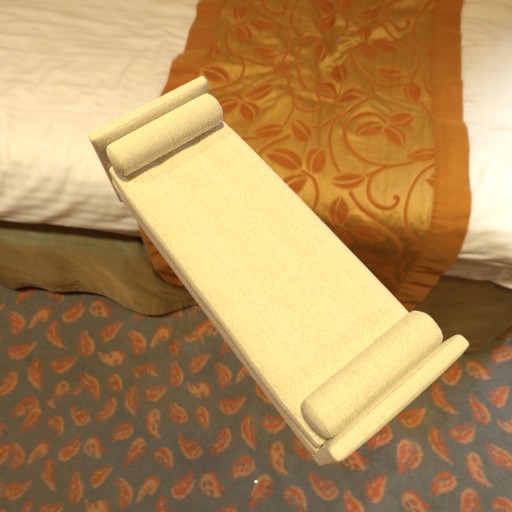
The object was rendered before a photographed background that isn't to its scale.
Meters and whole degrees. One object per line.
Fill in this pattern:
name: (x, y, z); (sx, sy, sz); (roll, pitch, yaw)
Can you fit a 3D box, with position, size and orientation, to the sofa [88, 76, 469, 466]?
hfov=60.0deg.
sofa: (0.000, 0.000, 2.470); (0.797, 0.655, 2.102); (-34, 68, -16)
